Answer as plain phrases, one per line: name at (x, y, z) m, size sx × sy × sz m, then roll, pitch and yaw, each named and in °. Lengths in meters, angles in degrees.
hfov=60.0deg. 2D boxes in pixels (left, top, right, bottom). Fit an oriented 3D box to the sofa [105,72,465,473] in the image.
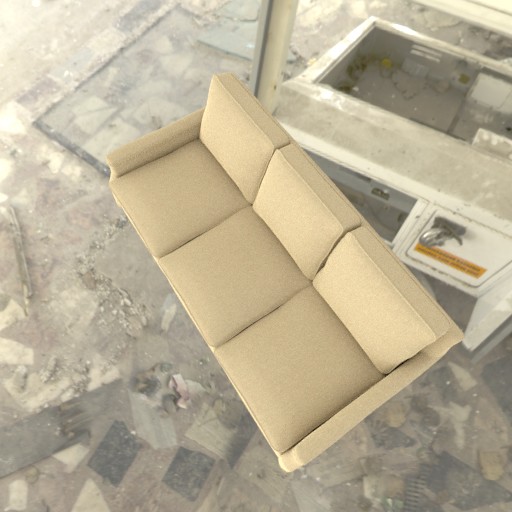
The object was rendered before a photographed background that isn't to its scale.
sofa at (0.000, 0.000, 2.762) m, size 1.084 × 1.003 × 2.246 m, roll -31°, pitch 68°, yaw -14°
